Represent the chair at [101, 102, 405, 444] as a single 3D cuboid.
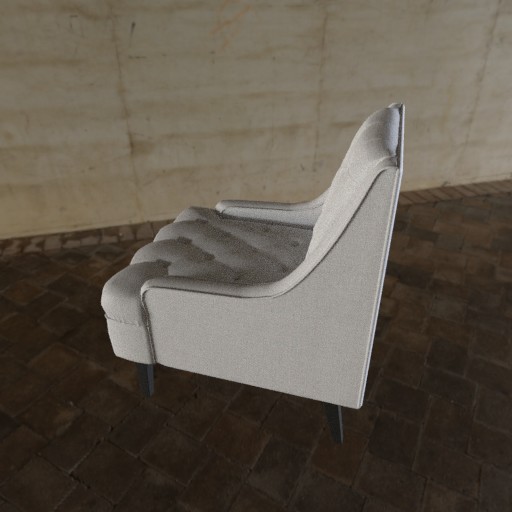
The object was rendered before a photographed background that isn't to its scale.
[{"bbox_3d":[0.000,0.000,1.418,0.772,0.891,0.658,9,31,14],"label":"chair"}]
